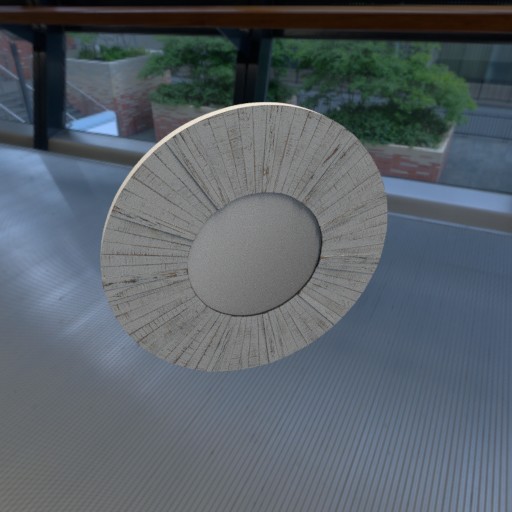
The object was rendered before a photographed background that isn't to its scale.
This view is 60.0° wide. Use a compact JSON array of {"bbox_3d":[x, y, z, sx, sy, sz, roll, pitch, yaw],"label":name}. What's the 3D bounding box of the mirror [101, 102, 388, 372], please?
[{"bbox_3d":[0.000,0.000,1.378,0.914,0.914,0.038,-10,33,-16],"label":"mirror"}]
